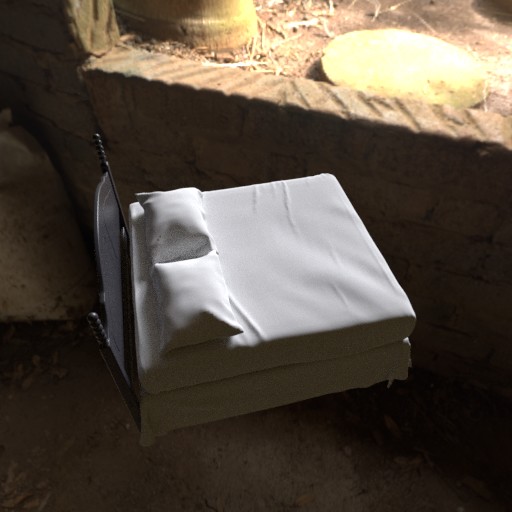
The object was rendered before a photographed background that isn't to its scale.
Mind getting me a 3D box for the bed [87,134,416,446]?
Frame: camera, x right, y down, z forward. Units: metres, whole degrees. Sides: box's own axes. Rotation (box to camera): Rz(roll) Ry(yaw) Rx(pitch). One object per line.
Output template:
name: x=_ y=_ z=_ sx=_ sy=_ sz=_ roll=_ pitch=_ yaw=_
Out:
bed: x=0.000 y=0.000 z=3.266 sx=2.040 sy=1.356 sz=1.873 roll=-10 pitch=48 yaw=-9
